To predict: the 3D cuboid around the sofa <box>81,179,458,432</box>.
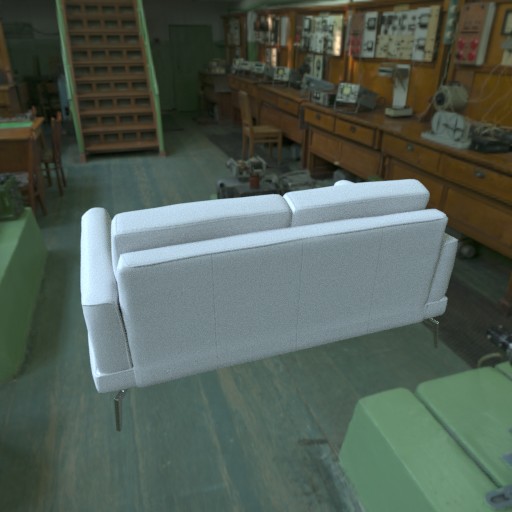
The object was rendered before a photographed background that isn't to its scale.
[{"bbox_3d":[0.000,0.000,2.437,1.819,0.930,1.121,-9,28,-17],"label":"sofa"}]
